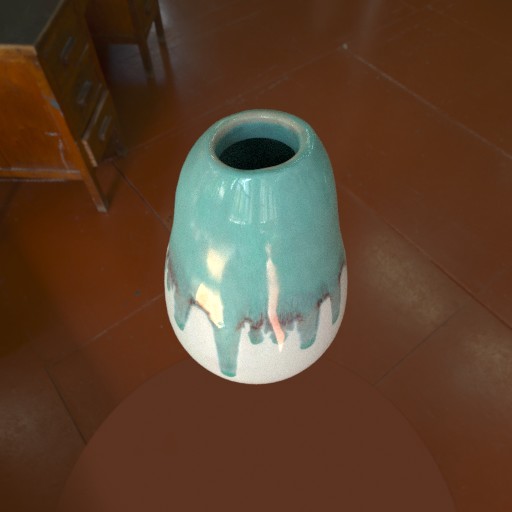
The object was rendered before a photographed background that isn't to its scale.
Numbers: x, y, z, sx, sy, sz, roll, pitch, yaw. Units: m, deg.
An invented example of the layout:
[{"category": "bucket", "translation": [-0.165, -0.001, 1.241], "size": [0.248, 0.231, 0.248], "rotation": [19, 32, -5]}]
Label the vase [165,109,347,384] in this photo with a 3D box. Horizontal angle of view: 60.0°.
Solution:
[{"category": "vase", "translation": [0.000, 0.000, 0.255], "size": [0.116, 0.179, 0.116], "rotation": [0, 57, 0]}]
